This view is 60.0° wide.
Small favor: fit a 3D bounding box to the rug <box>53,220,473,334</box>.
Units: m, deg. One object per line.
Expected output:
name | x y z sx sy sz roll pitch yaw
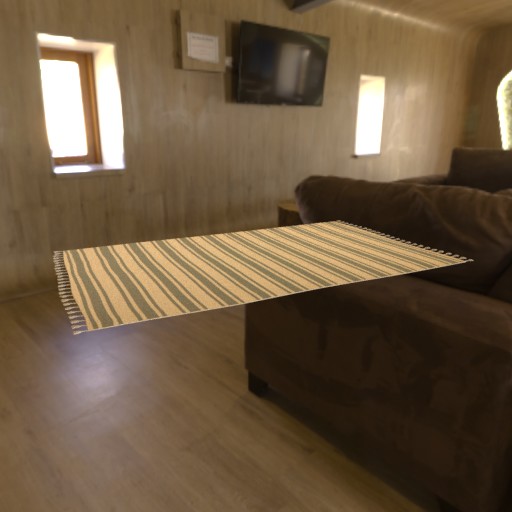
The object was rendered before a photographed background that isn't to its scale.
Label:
rug | 0.000 0.000 2.520 2.084 0.009 1.222 -8 18 -25
